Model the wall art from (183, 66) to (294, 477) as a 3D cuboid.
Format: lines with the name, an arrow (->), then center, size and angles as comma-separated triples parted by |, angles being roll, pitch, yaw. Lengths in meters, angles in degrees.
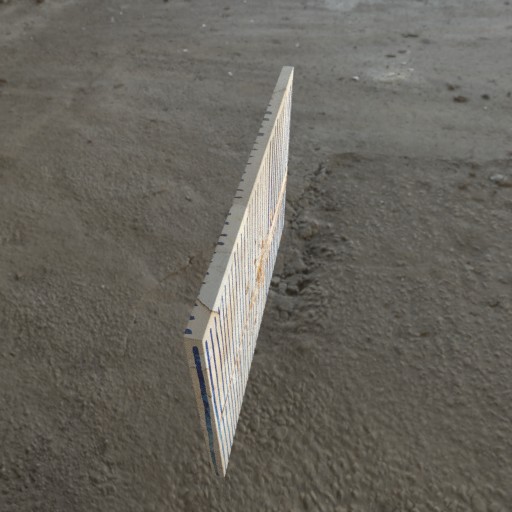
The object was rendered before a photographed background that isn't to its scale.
wall art -> 0.000, 0.000, 1.451 | 0.038, 0.757, 1.143 | 8, 47, 8
